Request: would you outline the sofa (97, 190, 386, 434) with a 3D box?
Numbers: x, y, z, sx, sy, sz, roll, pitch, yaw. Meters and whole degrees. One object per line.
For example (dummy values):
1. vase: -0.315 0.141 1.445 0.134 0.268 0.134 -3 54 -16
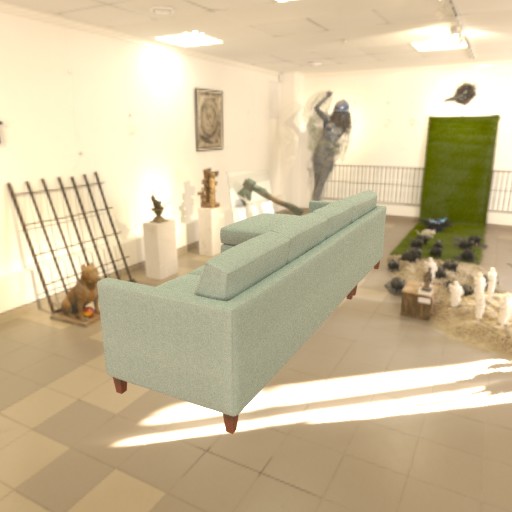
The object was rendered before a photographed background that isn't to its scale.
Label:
1. sofa: 0.000 0.000 4.039 1.600 0.953 3.470 8 18 27
